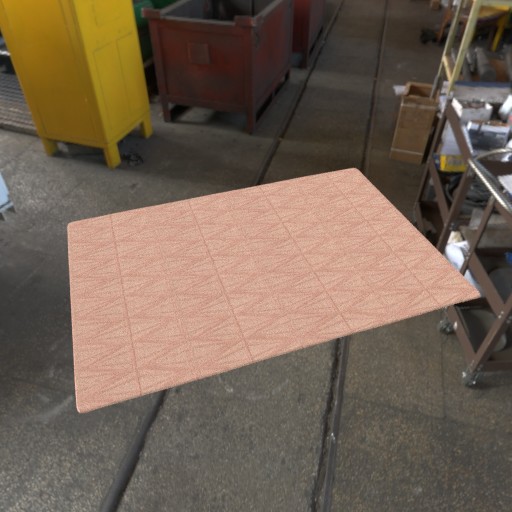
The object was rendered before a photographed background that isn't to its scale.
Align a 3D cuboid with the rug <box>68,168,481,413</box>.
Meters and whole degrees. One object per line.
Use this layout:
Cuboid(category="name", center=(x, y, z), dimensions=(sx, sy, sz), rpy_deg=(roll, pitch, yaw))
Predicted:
Cuboid(category="rug", center=(0.000, 0.000, 2.992), dimensions=(2.390, 0.015, 1.609), rpy_deg=(-13, 44, -14))
